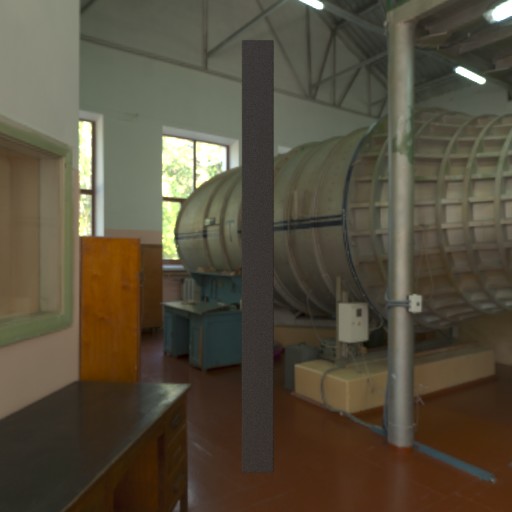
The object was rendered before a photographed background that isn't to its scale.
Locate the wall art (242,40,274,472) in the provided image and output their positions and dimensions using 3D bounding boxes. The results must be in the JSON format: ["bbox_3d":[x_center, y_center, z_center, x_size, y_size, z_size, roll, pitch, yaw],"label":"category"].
[{"bbox_3d":[0.000,0.000,0.773,0.037,0.508,0.508,0,0,0],"label":"wall art"}]
